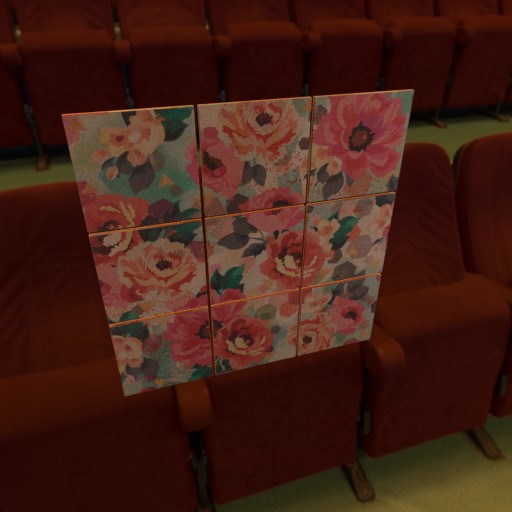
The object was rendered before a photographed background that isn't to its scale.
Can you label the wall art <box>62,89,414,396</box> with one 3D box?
[{"bbox_3d":[0.000,0.000,1.346,0.911,0.910,0.012,-9,33,-15],"label":"wall art"}]
